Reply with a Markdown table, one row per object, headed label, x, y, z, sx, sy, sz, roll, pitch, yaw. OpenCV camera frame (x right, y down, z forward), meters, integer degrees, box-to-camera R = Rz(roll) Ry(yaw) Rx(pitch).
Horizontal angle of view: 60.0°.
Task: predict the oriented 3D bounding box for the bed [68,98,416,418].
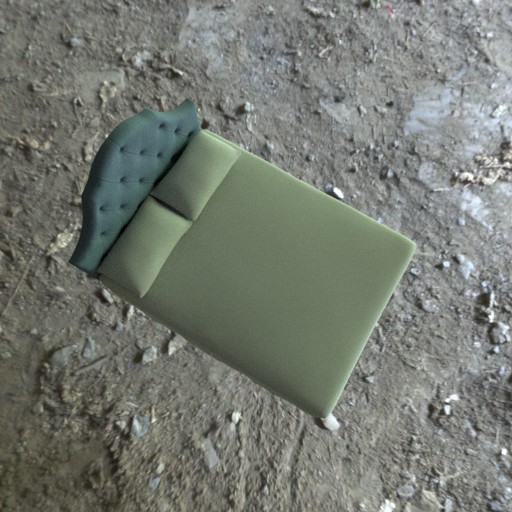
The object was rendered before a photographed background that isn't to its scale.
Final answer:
| label | x | y | z | sx | sy | sz | roll | pitch | yaw |
| --- | --- | --- | --- | --- | --- | --- | --- | --- | --- |
| bed | 0.000 | 0.000 | 3.355 | 2.155 | 1.575 | 1.636 | 30 | 77 | 7 |
